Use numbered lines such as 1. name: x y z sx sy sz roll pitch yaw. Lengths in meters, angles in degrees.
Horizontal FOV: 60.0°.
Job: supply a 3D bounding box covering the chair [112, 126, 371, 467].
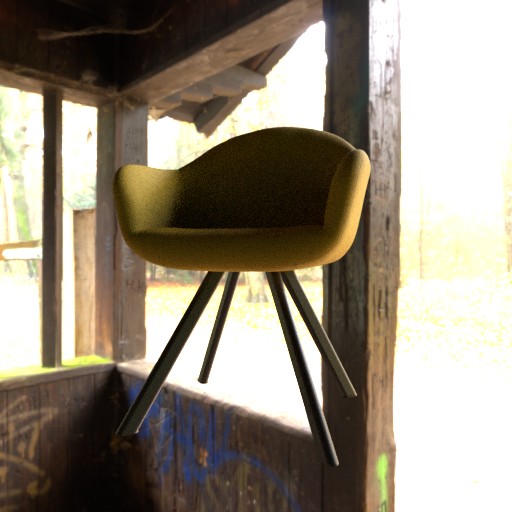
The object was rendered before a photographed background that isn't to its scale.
1. chair: 0.000 0.000 1.171 0.590 0.795 0.550 0 0 17
